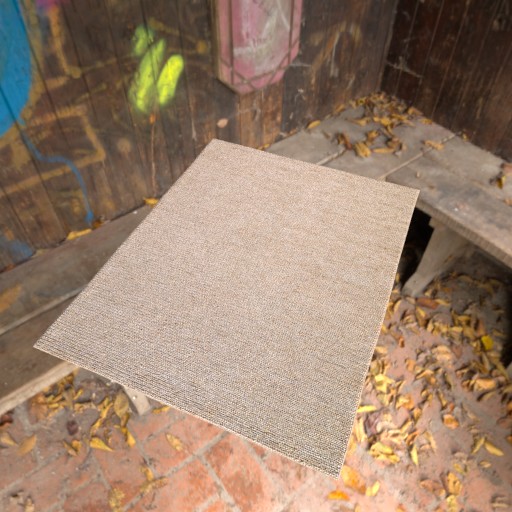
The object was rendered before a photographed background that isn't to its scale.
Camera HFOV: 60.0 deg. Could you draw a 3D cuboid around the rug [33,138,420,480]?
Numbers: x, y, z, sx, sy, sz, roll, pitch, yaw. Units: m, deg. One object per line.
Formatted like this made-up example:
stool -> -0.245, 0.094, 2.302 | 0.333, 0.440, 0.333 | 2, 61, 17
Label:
rug -> 0.000, 0.000, 3.990 | 2.406, 0.012, 3.034 | 18, 50, 15
